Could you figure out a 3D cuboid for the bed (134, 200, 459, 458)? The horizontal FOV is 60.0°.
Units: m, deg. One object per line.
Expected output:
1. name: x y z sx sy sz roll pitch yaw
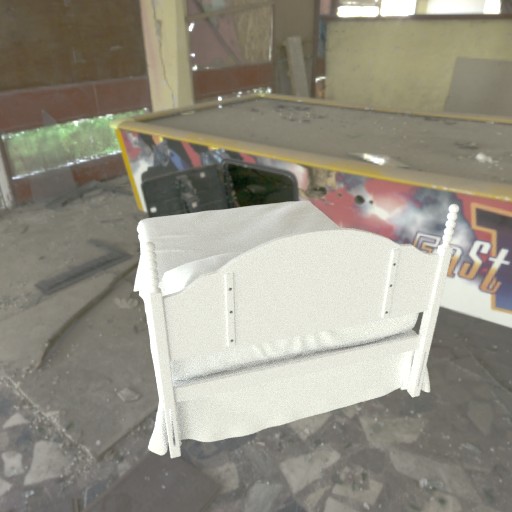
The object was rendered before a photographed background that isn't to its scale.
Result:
1. bed: 0.000 0.000 3.295 1.873 1.356 2.040 -8 29 -15
